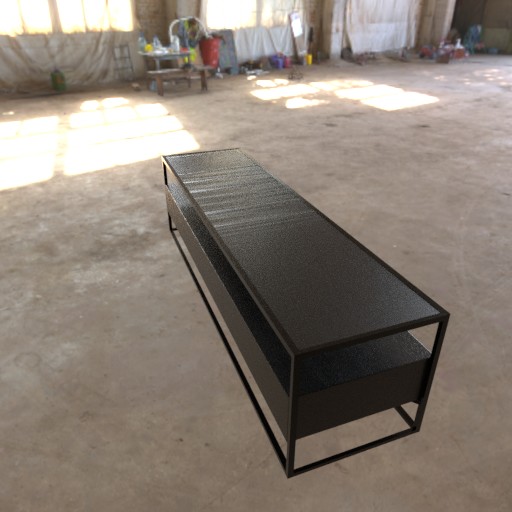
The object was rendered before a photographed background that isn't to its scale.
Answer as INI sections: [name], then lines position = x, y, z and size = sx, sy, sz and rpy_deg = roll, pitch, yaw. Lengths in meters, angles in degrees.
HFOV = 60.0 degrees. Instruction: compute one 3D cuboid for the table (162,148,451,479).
[table]
position = 0.000, 0.000, 1.656
size = 0.399, 0.395, 1.486
rpy_deg = -10, 31, -18
